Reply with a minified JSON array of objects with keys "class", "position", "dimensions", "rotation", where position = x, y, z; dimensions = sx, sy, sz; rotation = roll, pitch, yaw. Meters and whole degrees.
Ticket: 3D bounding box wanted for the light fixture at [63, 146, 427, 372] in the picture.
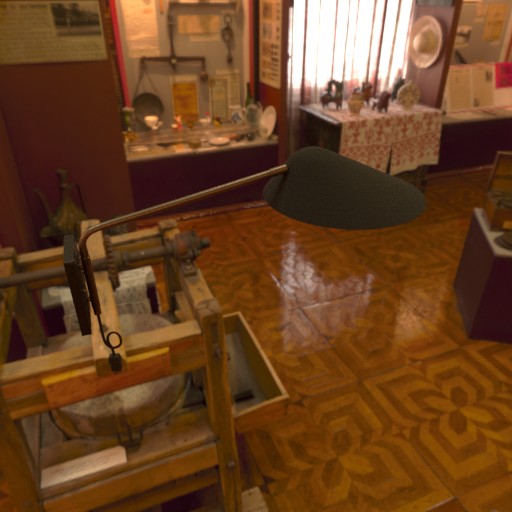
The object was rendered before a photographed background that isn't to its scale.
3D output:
[{"class":"light fixture","position":[0.000,0.000,0.666],"dimensions":[0.516,0.312,0.240],"rotation":[-10,32,-17]}]
